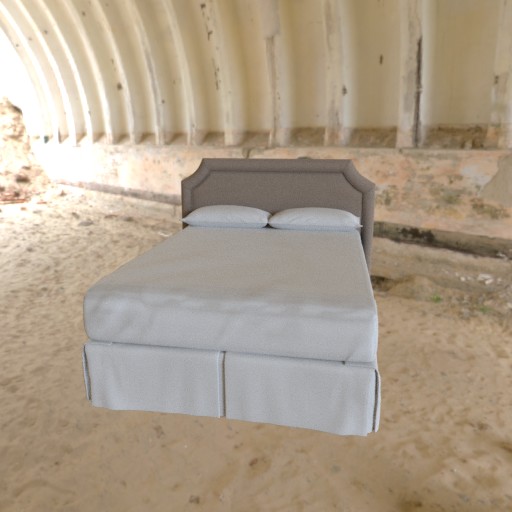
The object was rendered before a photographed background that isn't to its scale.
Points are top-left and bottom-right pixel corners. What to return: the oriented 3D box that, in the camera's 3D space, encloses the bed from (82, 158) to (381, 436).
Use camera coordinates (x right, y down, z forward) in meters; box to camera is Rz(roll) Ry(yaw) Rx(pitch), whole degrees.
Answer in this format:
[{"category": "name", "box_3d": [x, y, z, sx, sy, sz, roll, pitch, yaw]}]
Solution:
[{"category": "bed", "box_3d": [0.000, 0.000, 3.252, 1.828, 1.303, 2.164, 3, 15, 10]}]
